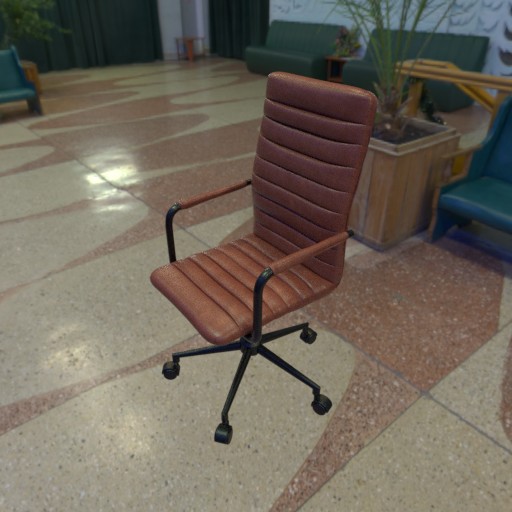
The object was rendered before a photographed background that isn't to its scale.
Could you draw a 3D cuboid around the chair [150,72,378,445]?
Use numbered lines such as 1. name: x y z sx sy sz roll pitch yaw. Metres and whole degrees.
1. chair: 0.000 0.000 1.359 0.580 0.979 0.608 -21 37 -31
